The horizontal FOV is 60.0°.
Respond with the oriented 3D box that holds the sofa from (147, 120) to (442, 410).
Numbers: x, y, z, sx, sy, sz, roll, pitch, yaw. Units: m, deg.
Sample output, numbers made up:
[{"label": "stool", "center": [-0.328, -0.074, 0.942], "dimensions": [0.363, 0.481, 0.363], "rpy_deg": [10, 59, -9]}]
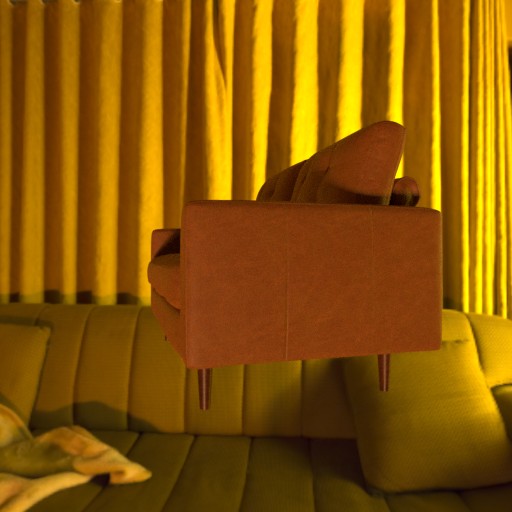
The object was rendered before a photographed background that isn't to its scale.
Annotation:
[{"label": "sofa", "center": [0.000, 0.000, 1.927], "dimensions": [0.868, 0.898, 1.430], "rpy_deg": [0, 0, -17]}]
